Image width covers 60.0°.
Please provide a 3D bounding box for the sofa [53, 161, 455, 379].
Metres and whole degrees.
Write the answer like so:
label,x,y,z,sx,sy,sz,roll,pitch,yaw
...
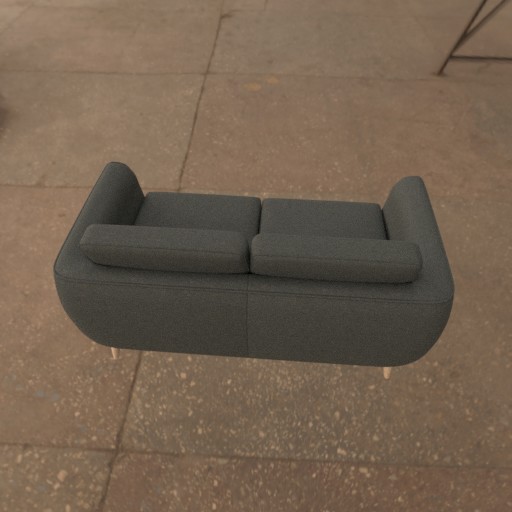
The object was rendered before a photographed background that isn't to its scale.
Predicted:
label,x,y,z,sx,sy,sz,roll,pitch,yaw
sofa,0.000,0.000,2.209,1.700,0.850,0.920,3,47,3
